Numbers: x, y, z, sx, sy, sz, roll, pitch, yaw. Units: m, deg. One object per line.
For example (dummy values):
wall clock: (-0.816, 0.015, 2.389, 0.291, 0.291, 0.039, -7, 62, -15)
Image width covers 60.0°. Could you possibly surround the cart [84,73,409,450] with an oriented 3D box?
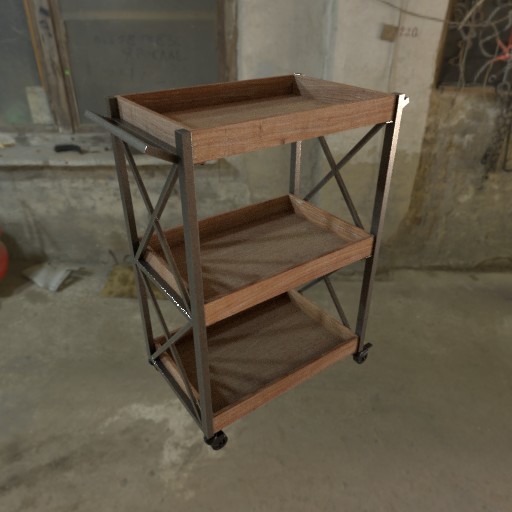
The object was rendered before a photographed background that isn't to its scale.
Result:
cart: (0.000, 0.000, 1.201, 0.673, 0.835, 0.377, -20, 36, -30)
